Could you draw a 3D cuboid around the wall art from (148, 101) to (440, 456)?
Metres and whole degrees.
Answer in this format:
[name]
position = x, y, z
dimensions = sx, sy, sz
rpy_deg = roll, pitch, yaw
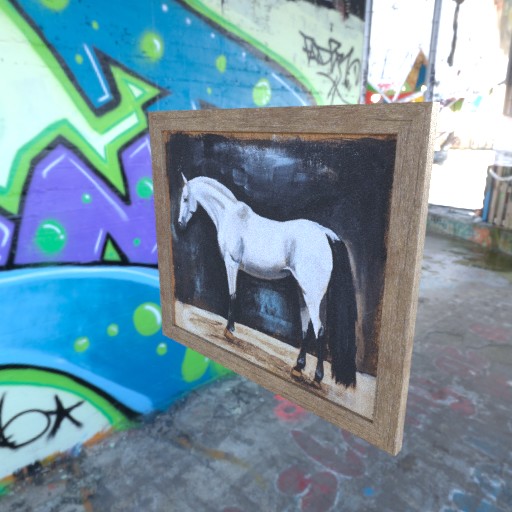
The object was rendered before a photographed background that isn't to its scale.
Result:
[wall art]
position = 0.000, 0.000, 0.927
dimensions = 0.690, 0.588, 0.026
rpy_deg = 15, 22, 41
